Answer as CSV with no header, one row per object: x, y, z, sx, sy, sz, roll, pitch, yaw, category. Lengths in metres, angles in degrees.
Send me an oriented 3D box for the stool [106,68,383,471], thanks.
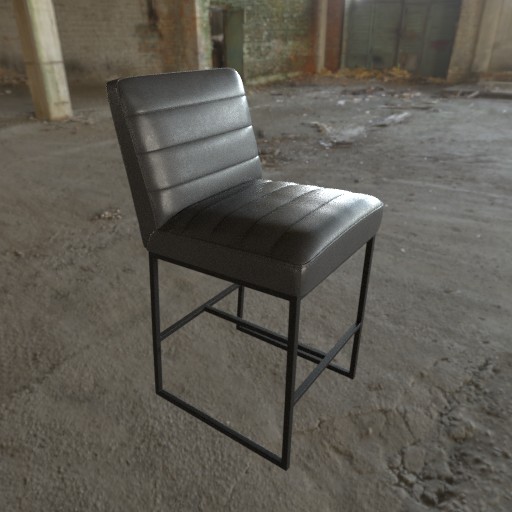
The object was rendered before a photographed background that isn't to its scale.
0.000,0.000,1.238,0.552,0.938,0.457,17,31,31,stool
